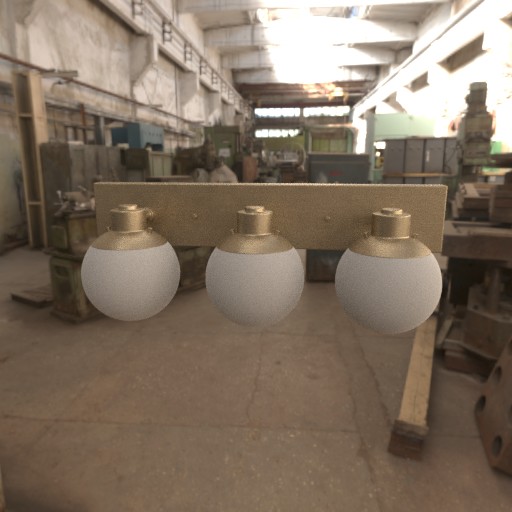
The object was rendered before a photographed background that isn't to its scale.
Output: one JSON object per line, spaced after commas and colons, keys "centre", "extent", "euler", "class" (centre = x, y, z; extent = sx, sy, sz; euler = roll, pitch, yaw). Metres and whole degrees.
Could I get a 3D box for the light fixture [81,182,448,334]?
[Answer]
{"centre": [0.000, 0.000, 0.849], "extent": [0.721, 0.263, 0.218], "euler": [2, 13, 7], "class": "light fixture"}
